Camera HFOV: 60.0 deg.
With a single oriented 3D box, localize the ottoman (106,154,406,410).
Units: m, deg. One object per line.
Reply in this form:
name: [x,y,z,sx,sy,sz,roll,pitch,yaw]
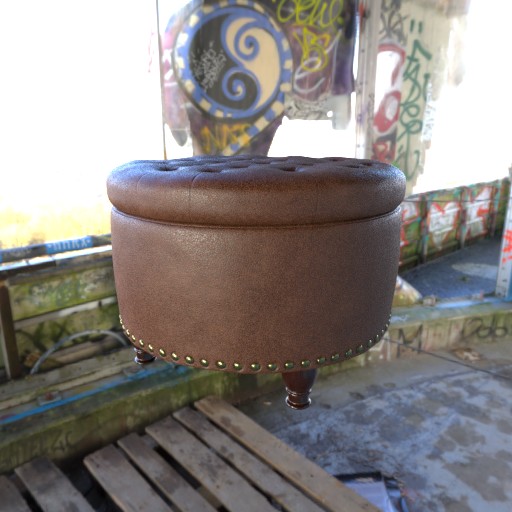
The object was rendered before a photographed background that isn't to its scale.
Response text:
ottoman: [0.000,0.000,1.035,0.637,0.442,0.637,0,15,0]
